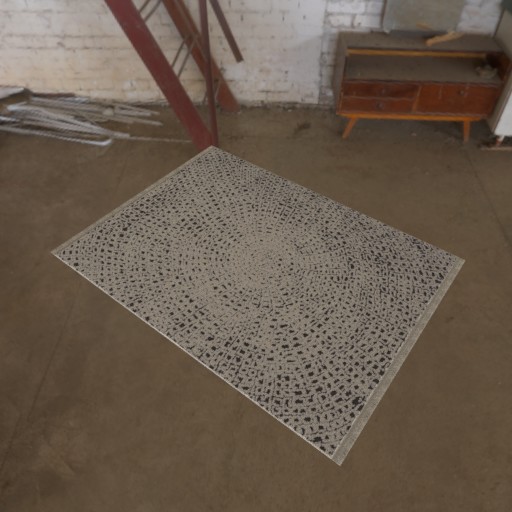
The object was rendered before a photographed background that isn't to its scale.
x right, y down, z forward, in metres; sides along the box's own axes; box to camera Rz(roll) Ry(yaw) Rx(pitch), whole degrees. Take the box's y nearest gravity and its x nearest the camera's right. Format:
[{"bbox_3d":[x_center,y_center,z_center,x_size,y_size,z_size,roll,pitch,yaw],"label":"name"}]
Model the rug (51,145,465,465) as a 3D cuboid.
[{"bbox_3d":[0.000,0.000,2.157,1.634,0.003,1.190,29,53,25],"label":"rug"}]
